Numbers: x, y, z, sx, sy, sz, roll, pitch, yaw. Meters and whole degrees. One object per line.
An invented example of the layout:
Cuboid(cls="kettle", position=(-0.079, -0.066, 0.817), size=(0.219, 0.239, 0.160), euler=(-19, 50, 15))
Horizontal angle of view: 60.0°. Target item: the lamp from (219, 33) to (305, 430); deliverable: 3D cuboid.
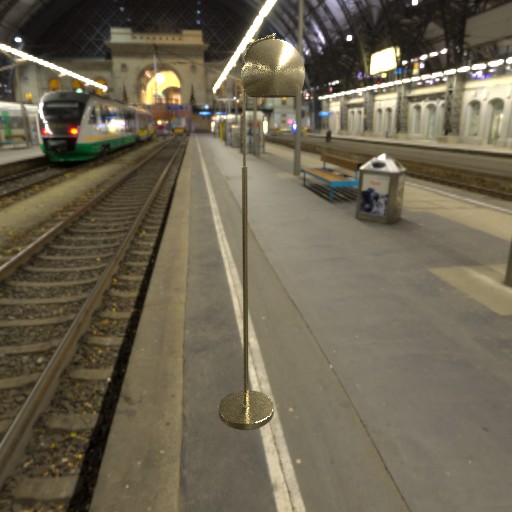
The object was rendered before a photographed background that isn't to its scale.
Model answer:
Cuboid(cls="lamp", position=(0.000, 0.000, 1.715), size=(0.250, 1.526, 0.431), euler=(-9, 19, -28))
